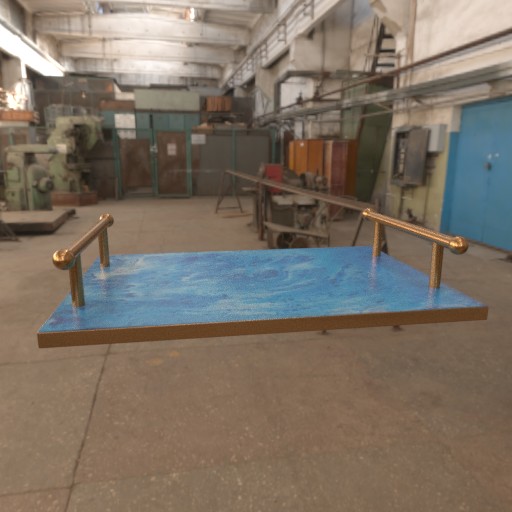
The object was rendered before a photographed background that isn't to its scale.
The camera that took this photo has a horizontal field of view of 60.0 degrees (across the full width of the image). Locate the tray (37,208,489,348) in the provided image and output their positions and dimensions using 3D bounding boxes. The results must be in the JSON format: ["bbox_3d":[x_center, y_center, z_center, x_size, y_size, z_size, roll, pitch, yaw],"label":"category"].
[{"bbox_3d":[0.000,0.000,0.567,0.444,0.084,0.304,-2,14,-9],"label":"tray"}]
